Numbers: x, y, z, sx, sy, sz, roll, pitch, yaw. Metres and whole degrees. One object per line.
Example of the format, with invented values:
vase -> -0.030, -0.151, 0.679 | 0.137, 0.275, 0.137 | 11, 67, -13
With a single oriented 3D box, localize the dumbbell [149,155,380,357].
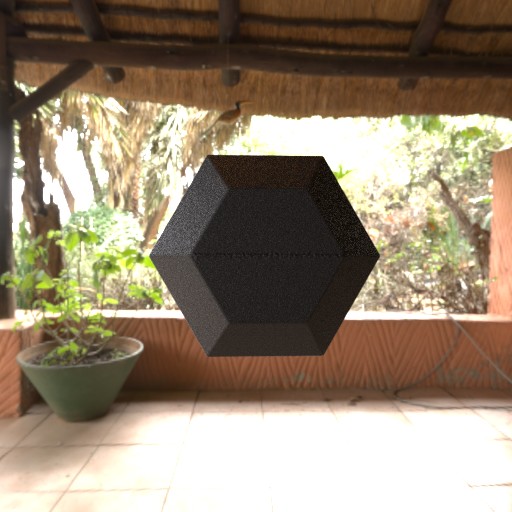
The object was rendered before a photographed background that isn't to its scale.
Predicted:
dumbbell -> 0.000, 0.000, 0.350 | 0.116, 0.101, 0.297 | 0, 0, -2
